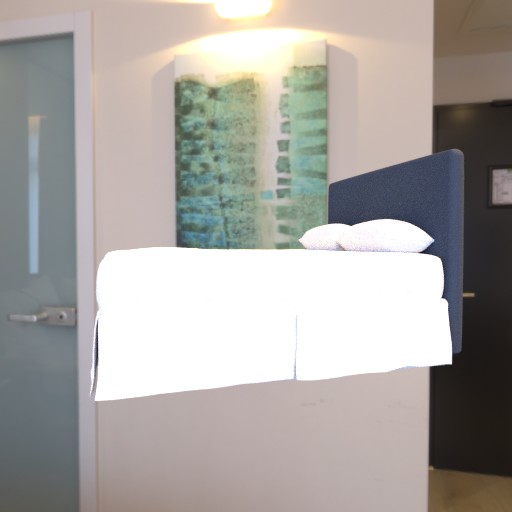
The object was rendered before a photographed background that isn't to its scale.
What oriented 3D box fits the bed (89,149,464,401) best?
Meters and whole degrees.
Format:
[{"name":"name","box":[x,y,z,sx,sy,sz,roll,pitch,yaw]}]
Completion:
[{"name":"bed","box":[0.000,0.000,3.135,2.162,1.330,1.713,-1,2,-17]}]
